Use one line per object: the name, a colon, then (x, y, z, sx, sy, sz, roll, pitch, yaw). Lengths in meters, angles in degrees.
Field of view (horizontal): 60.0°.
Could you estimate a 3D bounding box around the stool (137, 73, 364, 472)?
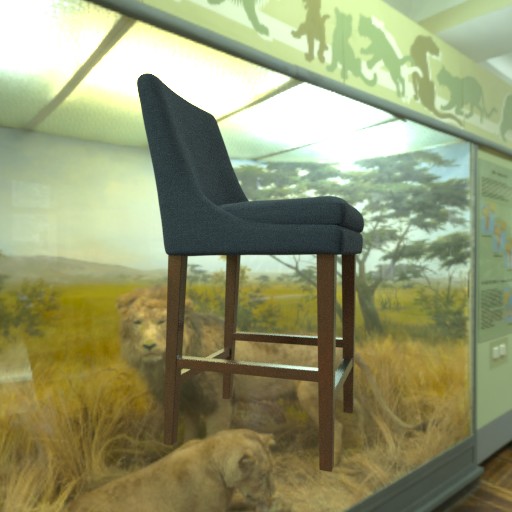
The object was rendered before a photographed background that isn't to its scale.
stool: (0.000, 0.000, 1.288, 0.577, 0.981, 0.470, 0, 1, 19)
